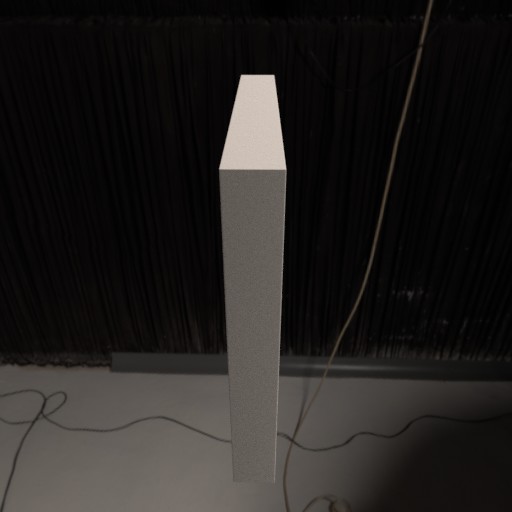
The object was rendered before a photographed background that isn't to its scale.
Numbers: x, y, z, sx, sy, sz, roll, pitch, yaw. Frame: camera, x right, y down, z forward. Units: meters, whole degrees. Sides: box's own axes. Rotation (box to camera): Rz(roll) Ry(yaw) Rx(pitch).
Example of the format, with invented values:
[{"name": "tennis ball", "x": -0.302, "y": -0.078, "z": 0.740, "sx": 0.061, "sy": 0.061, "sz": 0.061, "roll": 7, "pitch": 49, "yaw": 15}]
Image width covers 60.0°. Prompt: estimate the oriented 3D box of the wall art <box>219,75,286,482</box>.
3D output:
[{"name": "wall art", "x": 0.000, "y": 0.000, "z": 0.459, "sx": 0.038, "sy": 0.302, "sz": 0.305, "roll": 0, "pitch": 32, "yaw": 1}]
